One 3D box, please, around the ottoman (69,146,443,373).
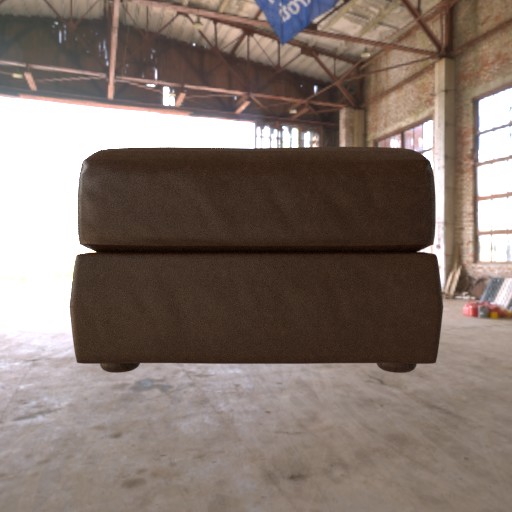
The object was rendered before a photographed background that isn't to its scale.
[{"bbox_3d":[0.000,0.000,1.150,0.751,0.476,0.603,0,1,0],"label":"ottoman"}]
